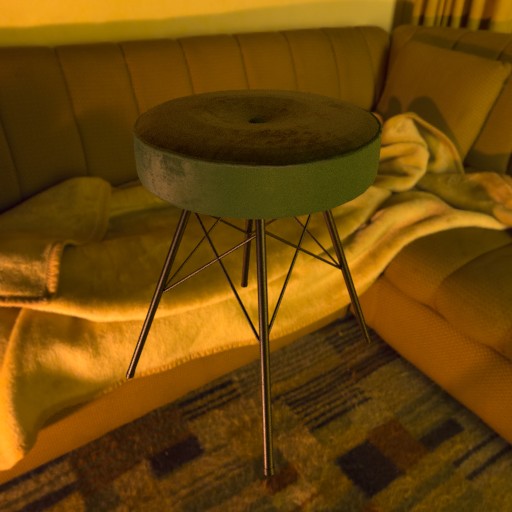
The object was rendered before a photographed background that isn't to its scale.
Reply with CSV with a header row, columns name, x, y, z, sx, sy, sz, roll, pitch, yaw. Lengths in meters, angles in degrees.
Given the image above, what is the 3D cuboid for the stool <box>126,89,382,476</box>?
name,x,y,z,sx,sy,sz,roll,pitch,yaw
stool,0.000,0.000,0.920,0.430,0.595,0.457,22,39,30
